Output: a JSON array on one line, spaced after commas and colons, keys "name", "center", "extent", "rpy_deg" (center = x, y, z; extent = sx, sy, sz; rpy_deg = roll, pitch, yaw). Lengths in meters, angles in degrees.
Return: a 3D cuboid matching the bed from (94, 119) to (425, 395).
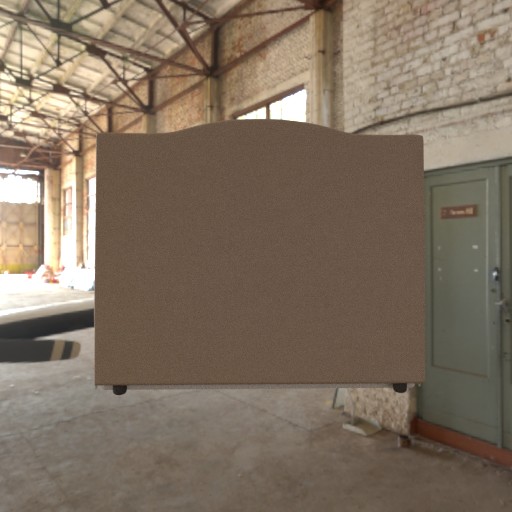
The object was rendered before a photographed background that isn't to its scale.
[{"name": "bed", "center": [0.000, 0.000, 3.414], "extent": [1.821, 1.436, 2.282], "rpy_deg": [0, 0, -1]}]
